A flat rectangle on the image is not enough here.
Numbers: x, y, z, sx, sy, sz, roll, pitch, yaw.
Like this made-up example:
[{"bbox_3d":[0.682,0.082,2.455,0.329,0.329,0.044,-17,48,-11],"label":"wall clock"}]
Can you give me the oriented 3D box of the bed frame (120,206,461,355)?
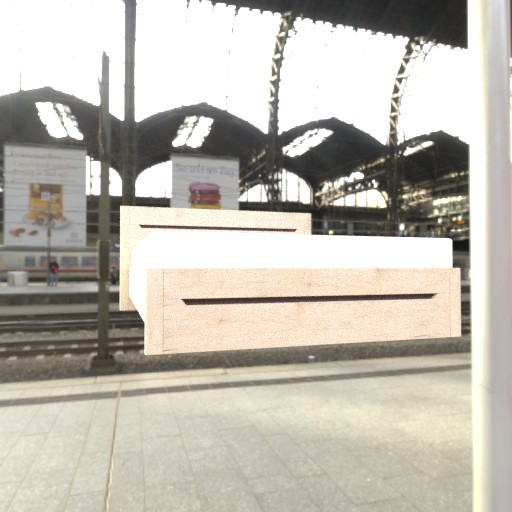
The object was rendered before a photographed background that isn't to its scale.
[{"bbox_3d":[0.000,0.000,3.121,1.800,0.900,2.080,0,-1,-18],"label":"bed frame"}]
